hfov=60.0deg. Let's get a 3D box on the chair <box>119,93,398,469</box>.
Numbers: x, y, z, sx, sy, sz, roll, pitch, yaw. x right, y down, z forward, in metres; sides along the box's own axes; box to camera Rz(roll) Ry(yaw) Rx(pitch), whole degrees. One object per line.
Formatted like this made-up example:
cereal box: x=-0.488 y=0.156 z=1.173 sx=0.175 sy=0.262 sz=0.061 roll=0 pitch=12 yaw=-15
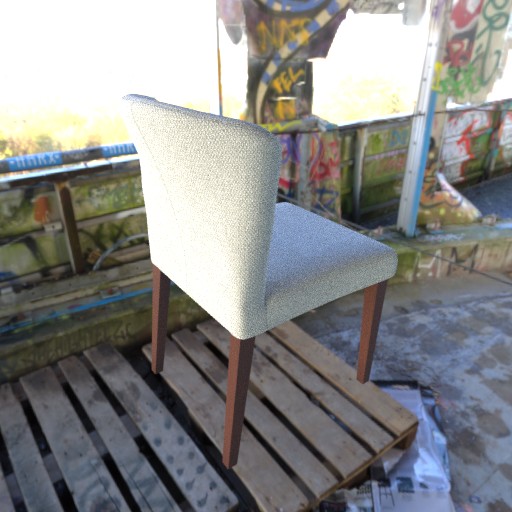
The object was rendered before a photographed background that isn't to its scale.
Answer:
chair: x=0.000 y=0.000 z=1.174 sx=0.589 sy=0.839 sz=0.491 roll=-18 pitch=32 yaw=-32
